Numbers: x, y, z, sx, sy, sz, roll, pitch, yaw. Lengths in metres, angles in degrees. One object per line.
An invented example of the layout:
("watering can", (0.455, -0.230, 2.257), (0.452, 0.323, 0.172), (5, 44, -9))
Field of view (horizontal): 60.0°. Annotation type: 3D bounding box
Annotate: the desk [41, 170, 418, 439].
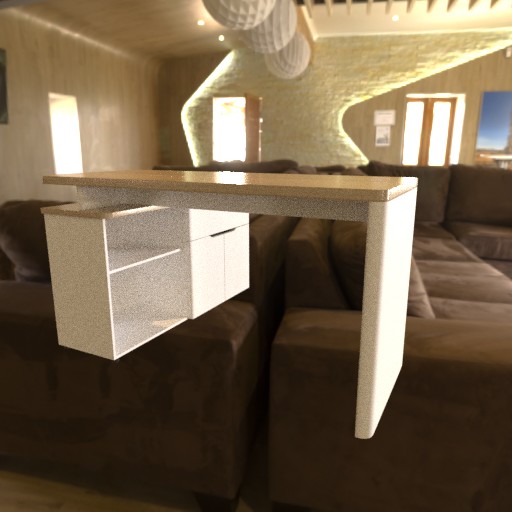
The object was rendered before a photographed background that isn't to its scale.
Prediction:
("desk", (0.000, 0.000, 2.088), (1.400, 0.770, 1.175), (7, 15, 27))
